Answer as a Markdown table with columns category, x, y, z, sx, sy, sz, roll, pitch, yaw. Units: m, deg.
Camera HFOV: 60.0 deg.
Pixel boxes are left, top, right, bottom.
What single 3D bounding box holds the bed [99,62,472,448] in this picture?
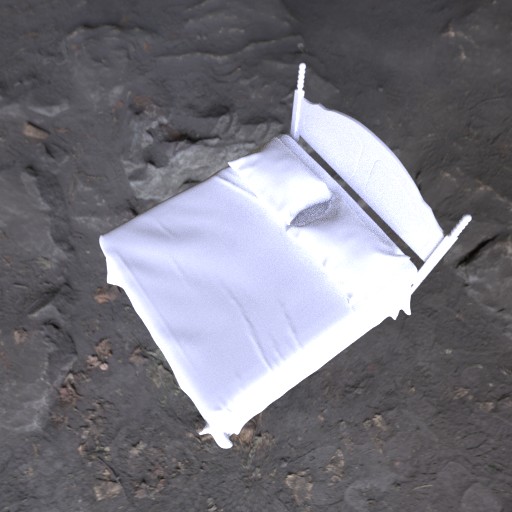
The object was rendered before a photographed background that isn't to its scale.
| category | x | y | z | sx | sy | sz | roll | pitch | yaw |
| --- | --- | --- | --- | --- | --- | --- | --- | --- | --- |
| bed | 0.000 | 0.000 | 3.266 | 2.040 | 1.356 | 1.873 | -32 | 67 | -15 |
